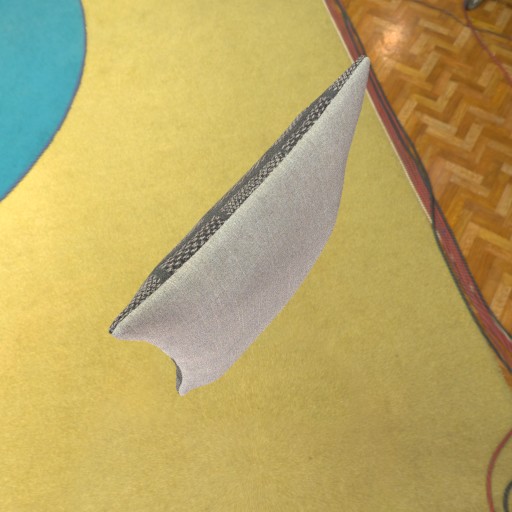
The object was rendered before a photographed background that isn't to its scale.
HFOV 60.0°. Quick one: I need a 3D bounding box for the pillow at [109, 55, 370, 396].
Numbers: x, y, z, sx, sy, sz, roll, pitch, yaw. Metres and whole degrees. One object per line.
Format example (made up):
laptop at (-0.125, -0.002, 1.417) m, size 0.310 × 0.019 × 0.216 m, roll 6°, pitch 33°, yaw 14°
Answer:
pillow at (0.000, 0.000, 0.657) m, size 0.138 × 0.432 × 0.435 m, roll 35°, pitch 70°, yaw 15°
